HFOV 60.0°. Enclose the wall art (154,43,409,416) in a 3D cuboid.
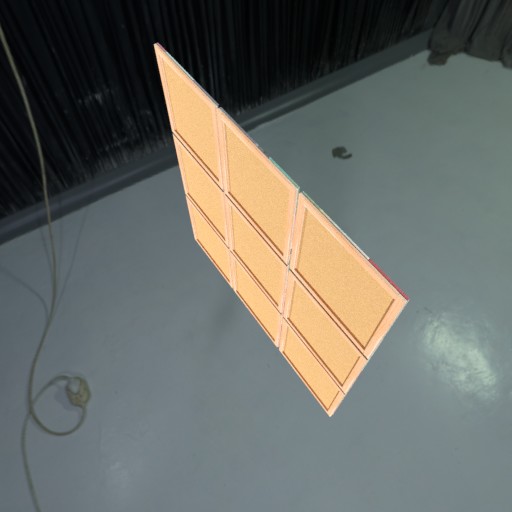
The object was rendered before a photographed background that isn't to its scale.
[{"bbox_3d":[0.000,0.000,1.350,0.012,0.910,0.911,-31,63,-18],"label":"wall art"}]
